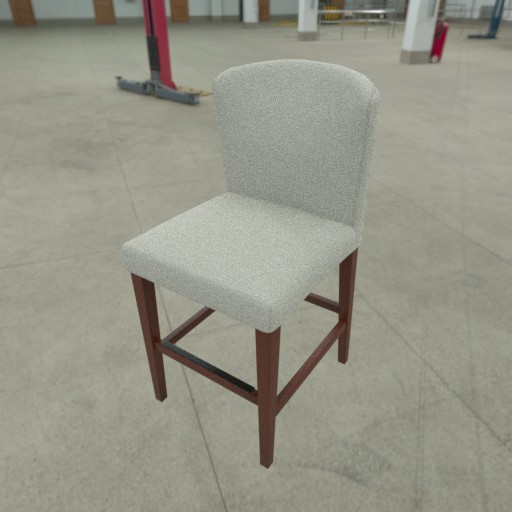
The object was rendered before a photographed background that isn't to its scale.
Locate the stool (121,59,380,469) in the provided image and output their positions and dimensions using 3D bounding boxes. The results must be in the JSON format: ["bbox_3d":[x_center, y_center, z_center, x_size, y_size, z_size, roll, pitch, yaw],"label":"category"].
[{"bbox_3d":[0.000,0.000,1.258,0.481,0.969,0.568,20,36,29],"label":"stool"}]
